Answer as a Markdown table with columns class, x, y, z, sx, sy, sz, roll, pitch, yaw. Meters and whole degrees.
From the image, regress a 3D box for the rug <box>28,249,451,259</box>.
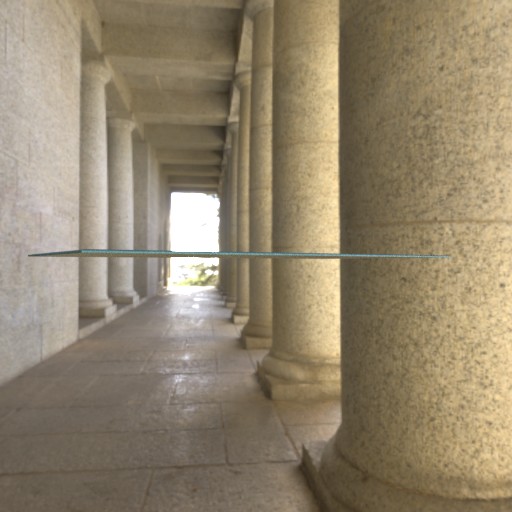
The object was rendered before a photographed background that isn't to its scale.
| class | x | y | z | sx | sy | sz | roll | pitch | yaw |
| --- | --- | --- | --- | --- | --- | --- | --- | --- | --- |
| rug | 0.000 | 0.000 | 1.411 | 1.219 | 0.007 | 0.604 | 1 | -1 | -36 |
